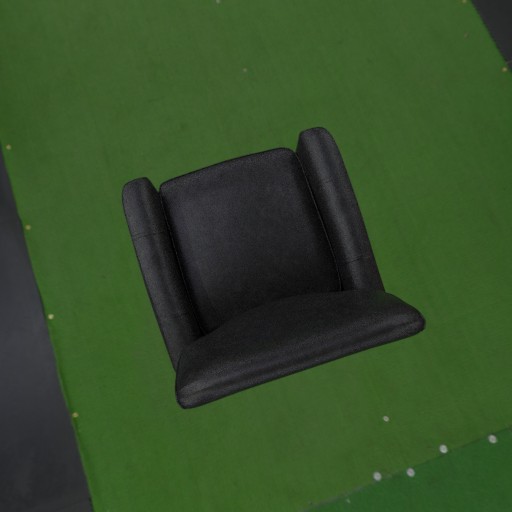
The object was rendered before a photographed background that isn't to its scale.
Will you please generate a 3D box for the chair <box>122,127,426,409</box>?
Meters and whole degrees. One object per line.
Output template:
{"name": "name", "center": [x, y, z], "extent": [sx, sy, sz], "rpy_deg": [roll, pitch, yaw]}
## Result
{"name": "chair", "center": [0.000, 0.000, 1.672], "extent": [0.848, 1.014, 0.864], "rpy_deg": [-17, 77, -4]}
